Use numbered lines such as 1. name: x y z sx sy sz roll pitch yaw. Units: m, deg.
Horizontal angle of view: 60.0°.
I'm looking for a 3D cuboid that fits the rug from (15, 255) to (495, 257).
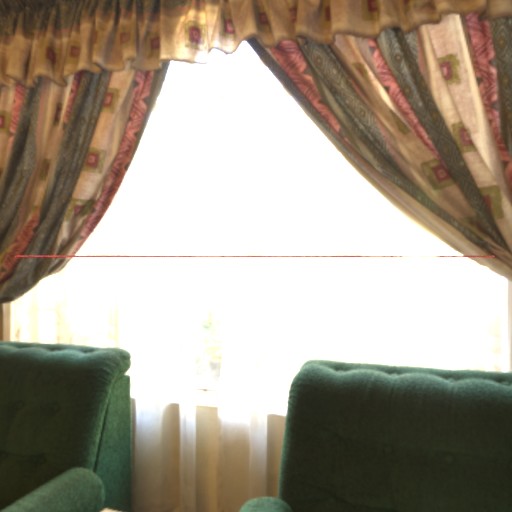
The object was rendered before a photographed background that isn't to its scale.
1. rug: 0.000 0.000 4.241 3.306 0.011 2.389 0 0 1
